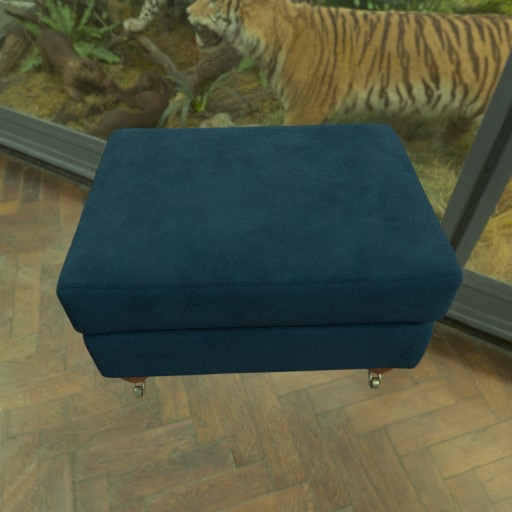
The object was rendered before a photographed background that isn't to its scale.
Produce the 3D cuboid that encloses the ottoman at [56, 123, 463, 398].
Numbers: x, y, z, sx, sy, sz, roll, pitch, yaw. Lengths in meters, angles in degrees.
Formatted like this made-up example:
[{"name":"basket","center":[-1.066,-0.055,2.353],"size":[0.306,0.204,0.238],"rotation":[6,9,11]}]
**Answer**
[{"name":"ottoman","center":[0.000,0.000,1.134],"size":[0.773,0.503,0.572],"rotation":[-2,47,-2]}]
